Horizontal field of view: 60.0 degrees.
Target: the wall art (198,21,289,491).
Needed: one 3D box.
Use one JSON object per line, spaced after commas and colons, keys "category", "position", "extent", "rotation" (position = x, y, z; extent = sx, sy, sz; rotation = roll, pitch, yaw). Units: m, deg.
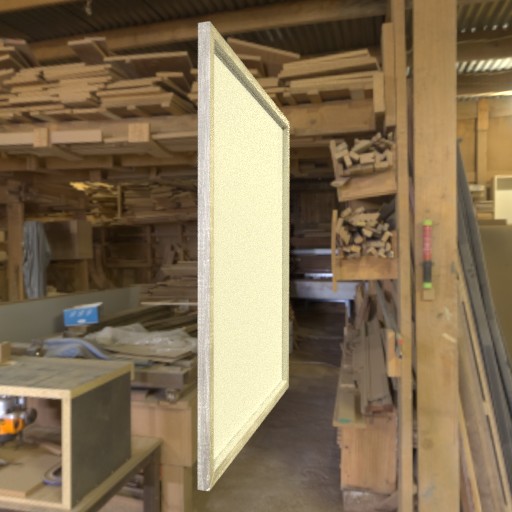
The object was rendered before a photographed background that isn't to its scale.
{"category": "wall art", "position": [0.000, 0.000, 1.340], "extent": [0.035, 1.022, 0.781], "rotation": [0, 1, 17]}
